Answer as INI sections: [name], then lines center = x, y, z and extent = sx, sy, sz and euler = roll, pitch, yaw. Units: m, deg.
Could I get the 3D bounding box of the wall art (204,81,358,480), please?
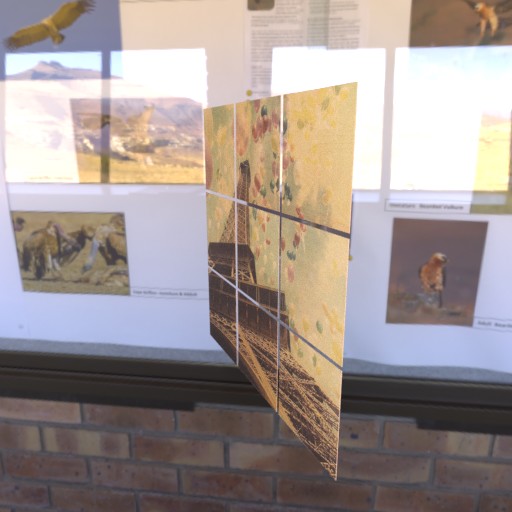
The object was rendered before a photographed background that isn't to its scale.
[wall art]
center = 0.000, 0.000, 2.254
extent = 0.002, 1.505, 1.517
euler = -7, 16, -24
